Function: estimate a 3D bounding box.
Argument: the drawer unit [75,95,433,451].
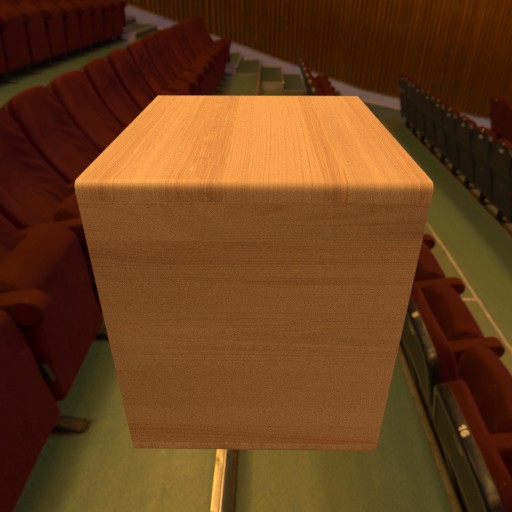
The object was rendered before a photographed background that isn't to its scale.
[{"bbox_3d":[0.000,0.000,0.591,0.290,0.344,0.344,0,31,1],"label":"drawer unit"}]
